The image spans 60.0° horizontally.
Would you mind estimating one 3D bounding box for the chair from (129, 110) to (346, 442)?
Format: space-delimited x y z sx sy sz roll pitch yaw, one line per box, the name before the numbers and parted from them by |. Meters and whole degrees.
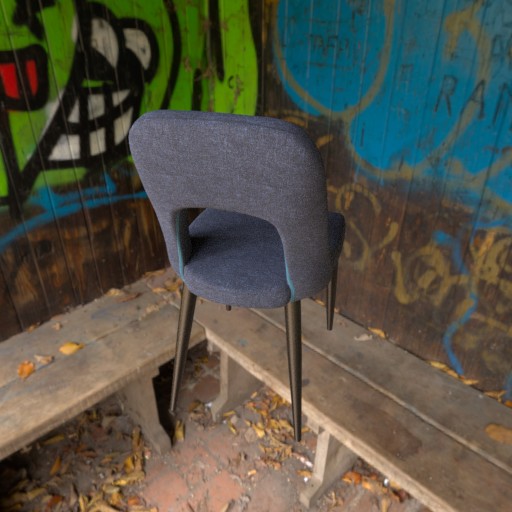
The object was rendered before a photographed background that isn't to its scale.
chair | 0.000 0.000 1.292 0.470 0.931 0.612 9 32 15
